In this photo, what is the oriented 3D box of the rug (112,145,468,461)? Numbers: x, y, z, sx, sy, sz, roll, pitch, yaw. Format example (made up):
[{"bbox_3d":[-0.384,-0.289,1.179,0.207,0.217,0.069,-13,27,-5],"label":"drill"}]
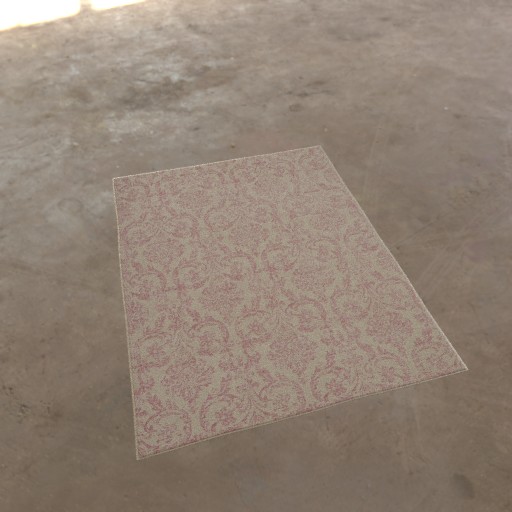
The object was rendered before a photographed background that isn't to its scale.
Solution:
[{"bbox_3d":[0.000,0.000,3.959,2.363,0.012,2.980,-11,48,-10],"label":"rug"}]
